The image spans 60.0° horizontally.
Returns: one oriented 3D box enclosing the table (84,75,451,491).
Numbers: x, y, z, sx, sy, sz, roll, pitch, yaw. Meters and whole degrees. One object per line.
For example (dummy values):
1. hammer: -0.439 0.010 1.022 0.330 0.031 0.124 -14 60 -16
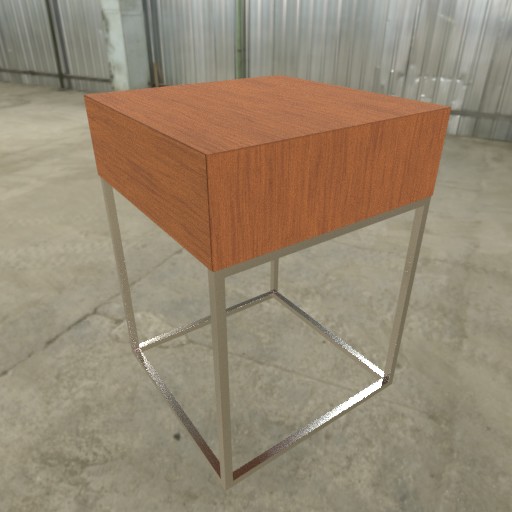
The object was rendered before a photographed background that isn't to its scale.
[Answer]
1. table: 0.000 0.000 0.803 0.398 0.540 0.397 -19 35 -30
